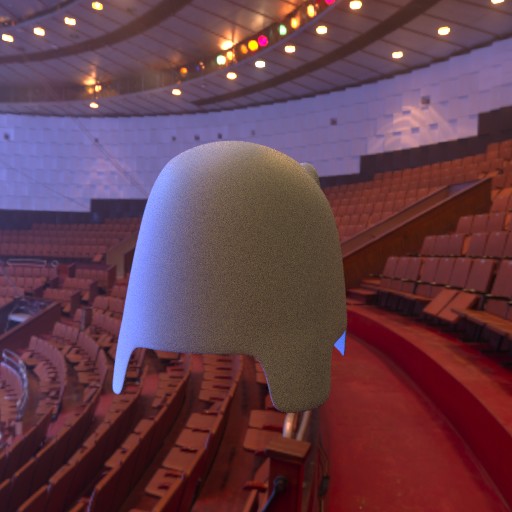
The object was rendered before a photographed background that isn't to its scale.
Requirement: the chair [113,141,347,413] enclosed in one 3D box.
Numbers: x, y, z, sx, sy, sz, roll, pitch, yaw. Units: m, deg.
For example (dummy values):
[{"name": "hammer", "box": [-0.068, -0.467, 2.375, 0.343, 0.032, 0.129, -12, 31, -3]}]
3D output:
[{"name": "chair", "box": [0.000, 0.000, 0.890, 0.364, 0.423, 0.619, 0, 0, 18]}]
